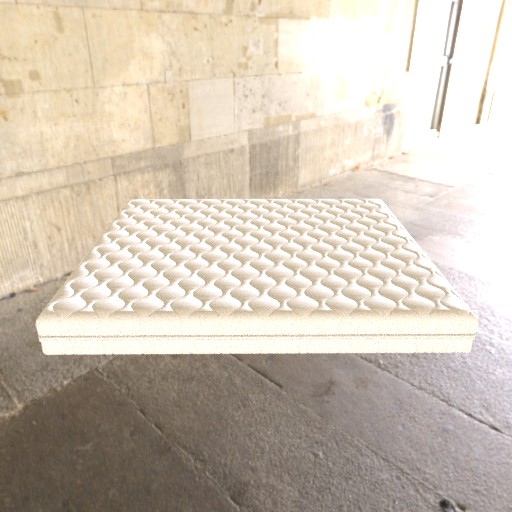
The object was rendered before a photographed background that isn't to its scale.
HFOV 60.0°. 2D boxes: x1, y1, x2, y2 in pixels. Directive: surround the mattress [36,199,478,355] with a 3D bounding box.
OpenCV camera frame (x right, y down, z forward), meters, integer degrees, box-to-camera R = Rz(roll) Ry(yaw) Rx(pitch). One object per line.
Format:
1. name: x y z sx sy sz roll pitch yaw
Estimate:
1. mattress: 0.000 0.000 2.630 1.900 0.200 1.600 0 26 0
